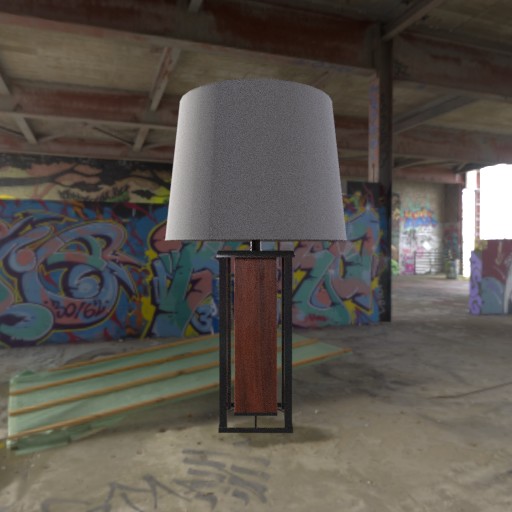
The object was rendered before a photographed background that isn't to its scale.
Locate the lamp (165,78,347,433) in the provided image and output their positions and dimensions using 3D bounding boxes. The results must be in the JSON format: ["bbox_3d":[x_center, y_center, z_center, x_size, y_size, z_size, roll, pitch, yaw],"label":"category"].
[{"bbox_3d":[0.000,0.000,0.796,0.320,0.591,0.320,0,1,0],"label":"lamp"}]
